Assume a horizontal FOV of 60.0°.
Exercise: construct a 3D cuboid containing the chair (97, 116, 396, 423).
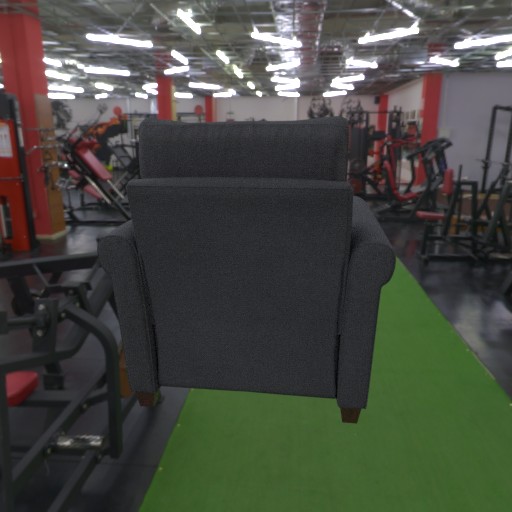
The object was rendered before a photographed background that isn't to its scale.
[{"bbox_3d":[0.000,0.000,1.604,0.867,0.942,0.828,2,15,7],"label":"chair"}]
